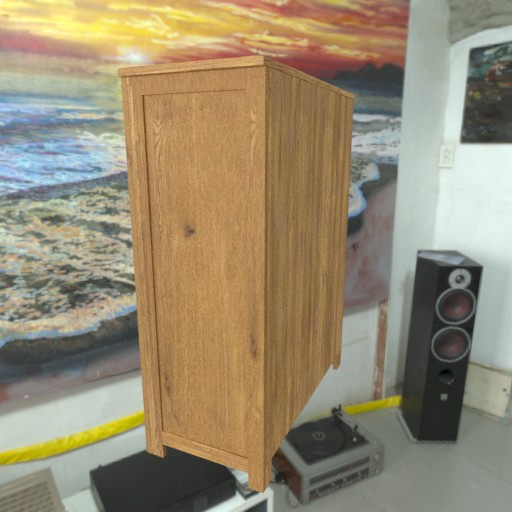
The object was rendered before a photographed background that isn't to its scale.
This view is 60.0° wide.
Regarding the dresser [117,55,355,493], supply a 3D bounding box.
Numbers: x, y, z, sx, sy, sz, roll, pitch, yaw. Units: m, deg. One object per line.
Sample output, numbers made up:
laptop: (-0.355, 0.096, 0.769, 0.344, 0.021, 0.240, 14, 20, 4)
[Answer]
dresser: (0.000, 0.000, 1.965, 0.558, 1.431, 1.081, 7, 15, 25)
